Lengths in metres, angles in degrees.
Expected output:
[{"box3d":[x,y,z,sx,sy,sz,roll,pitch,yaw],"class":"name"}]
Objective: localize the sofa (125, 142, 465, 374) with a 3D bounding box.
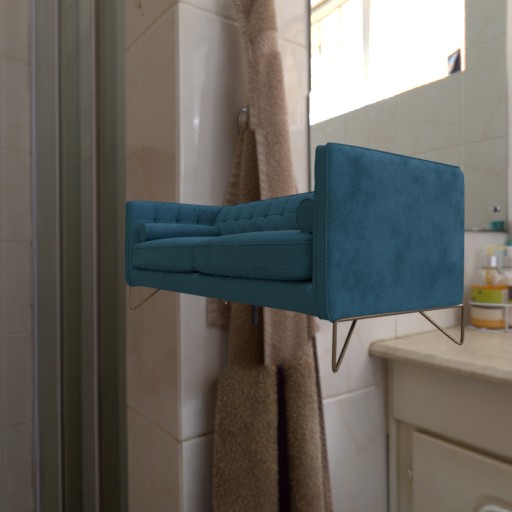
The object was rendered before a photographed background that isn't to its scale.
[{"box3d":[0.000,0.000,2.547,0.867,0.789,2.087,0,0,-35],"class":"sofa"}]
